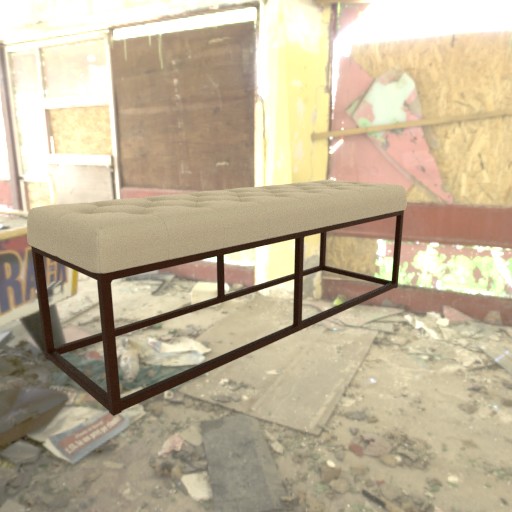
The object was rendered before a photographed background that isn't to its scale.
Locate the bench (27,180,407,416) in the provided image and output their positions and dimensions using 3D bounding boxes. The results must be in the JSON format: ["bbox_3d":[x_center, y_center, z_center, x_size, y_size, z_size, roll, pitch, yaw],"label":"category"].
[{"bbox_3d":[0.000,0.000,1.704,0.479,0.488,1.488,14,20,43],"label":"bench"}]
